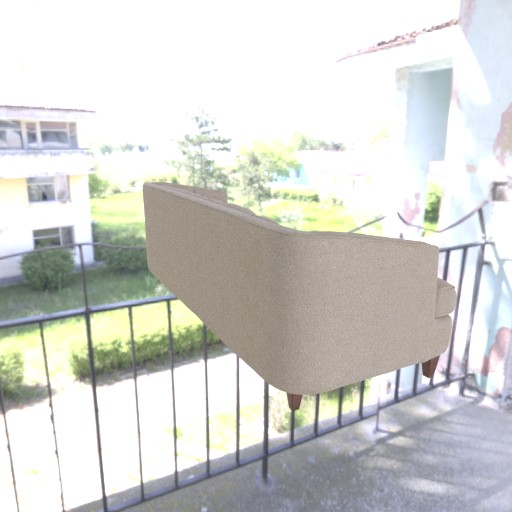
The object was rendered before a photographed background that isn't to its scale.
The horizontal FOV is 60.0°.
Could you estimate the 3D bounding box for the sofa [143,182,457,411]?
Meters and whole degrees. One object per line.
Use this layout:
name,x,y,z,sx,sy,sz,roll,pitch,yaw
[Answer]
sofa,0.000,0.000,2.741,0.913,0.788,2.235,-8,17,-27
